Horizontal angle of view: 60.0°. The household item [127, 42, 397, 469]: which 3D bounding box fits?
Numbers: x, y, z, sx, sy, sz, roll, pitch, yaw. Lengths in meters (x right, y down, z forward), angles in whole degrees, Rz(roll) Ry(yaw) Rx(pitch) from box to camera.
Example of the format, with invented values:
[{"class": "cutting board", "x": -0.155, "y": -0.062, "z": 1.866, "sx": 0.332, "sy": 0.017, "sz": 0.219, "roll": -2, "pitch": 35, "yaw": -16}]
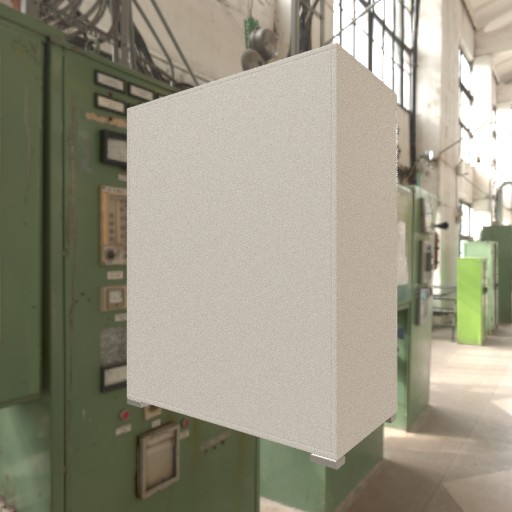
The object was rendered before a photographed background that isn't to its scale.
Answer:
[{"class": "household item", "x": 0.000, "y": 0.000, "z": 1.451, "sx": 0.790, "sy": 1.010, "sz": 0.420, "roll": 0, "pitch": 0, "yaw": 37}]
